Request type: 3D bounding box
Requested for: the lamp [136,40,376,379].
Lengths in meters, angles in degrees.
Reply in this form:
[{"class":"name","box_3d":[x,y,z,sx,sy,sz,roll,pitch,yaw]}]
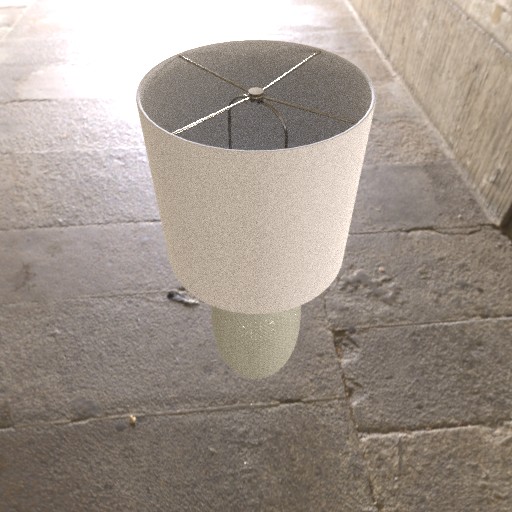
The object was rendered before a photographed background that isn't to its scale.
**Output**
[{"class":"lamp","box_3d":[0.000,0.000,0.569,0.217,0.453,0.217,31,54,26]}]
